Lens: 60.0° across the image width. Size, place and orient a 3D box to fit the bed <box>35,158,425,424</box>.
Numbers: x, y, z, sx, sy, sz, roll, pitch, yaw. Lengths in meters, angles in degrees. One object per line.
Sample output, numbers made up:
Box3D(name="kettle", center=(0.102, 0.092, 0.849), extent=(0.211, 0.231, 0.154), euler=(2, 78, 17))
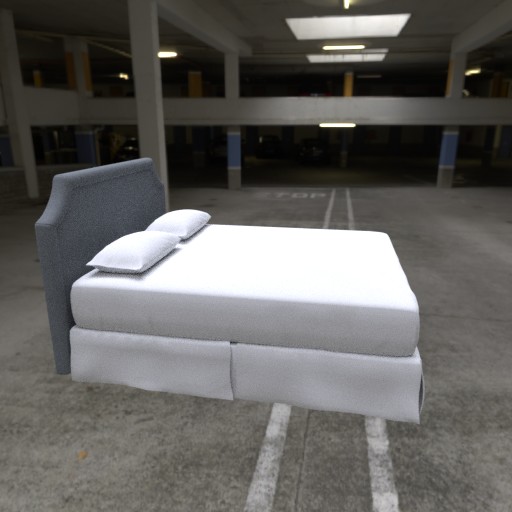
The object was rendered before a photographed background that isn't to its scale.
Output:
Box3D(name="bed", center=(0.000, 0.000, 3.287), extent=(2.259, 1.296, 1.811), euler=(3, 17, 10))
